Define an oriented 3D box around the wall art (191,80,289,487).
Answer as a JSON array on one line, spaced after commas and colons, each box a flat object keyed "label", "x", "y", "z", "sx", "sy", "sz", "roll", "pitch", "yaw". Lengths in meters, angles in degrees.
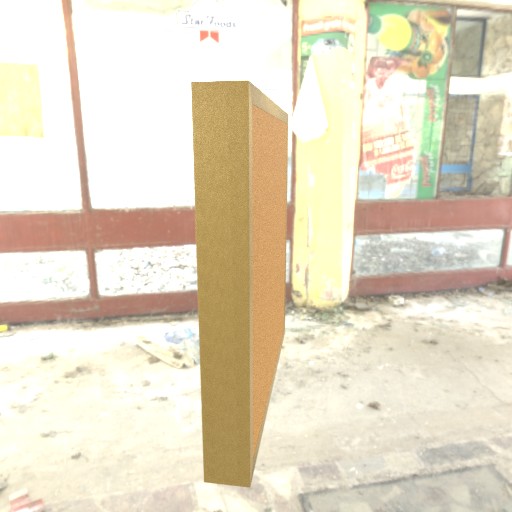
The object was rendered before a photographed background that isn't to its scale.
[{"label": "wall art", "x": 0.000, "y": 0.000, "z": 0.465, "sx": 0.038, "sy": 0.305, "sz": 0.304, "roll": 2, "pitch": 14, "yaw": 9}]
